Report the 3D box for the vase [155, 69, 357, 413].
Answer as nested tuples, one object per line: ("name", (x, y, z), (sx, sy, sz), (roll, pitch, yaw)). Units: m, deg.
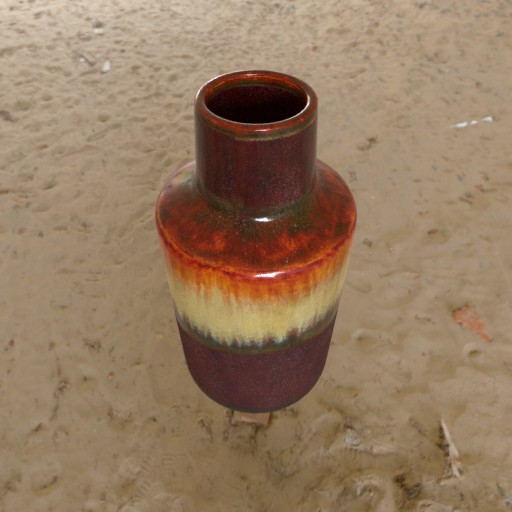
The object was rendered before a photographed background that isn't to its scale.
("vase", (0.000, 0.000, 0.266), (0.108, 0.204, 0.108), (0, 47, 0))
